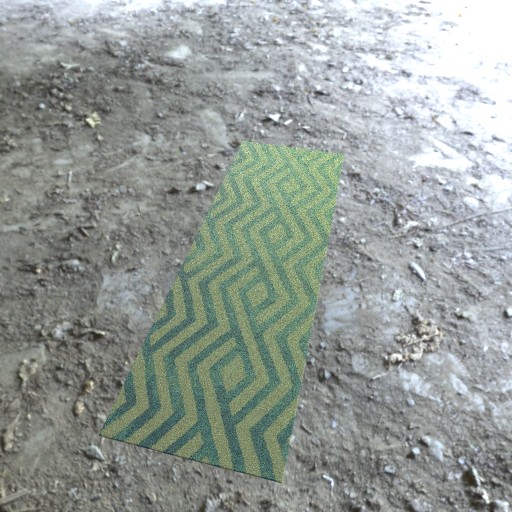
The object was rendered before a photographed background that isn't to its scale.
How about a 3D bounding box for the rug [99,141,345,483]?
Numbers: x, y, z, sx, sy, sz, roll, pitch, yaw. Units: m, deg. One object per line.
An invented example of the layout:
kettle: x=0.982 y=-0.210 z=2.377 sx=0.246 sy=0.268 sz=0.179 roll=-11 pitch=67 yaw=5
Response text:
rug: x=0.000 y=0.000 z=1.644 sx=0.503 sy=0.007 sz=1.492 roll=10 pitch=47 yaw=9
